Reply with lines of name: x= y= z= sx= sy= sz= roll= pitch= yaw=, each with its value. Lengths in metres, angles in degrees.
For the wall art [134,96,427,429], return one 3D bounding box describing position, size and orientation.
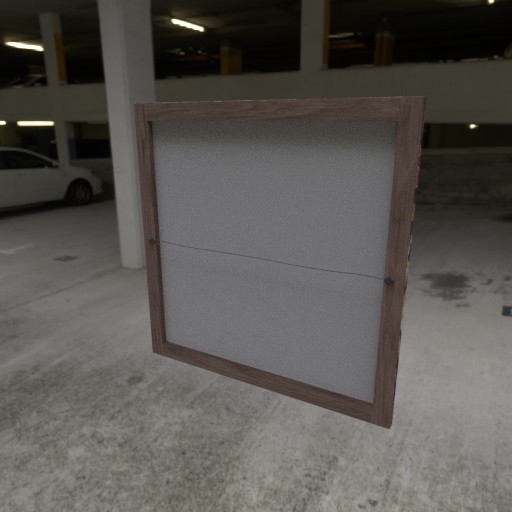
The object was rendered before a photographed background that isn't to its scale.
wall art: x=0.000 y=0.000 z=1.150 sx=0.757 sy=0.762 sz=0.028 roll=9 pitch=19 yaw=28
